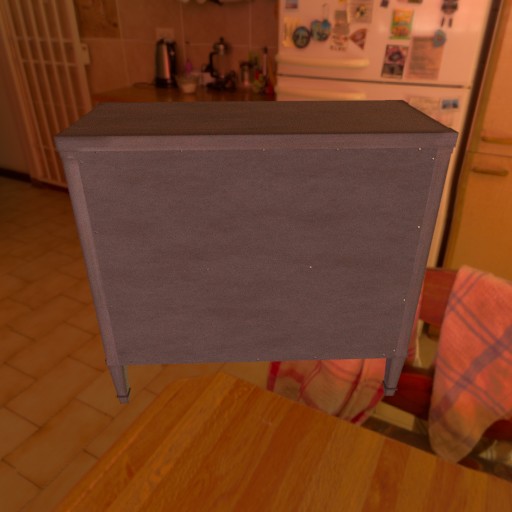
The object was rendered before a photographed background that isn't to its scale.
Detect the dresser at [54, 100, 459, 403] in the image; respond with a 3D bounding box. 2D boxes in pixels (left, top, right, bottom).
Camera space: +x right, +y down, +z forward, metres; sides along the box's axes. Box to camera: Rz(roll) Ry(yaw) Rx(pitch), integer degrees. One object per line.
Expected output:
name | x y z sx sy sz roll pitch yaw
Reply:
dresser | 0.000 0.000 1.590 1.049 0.986 0.463 -1 30 -2
